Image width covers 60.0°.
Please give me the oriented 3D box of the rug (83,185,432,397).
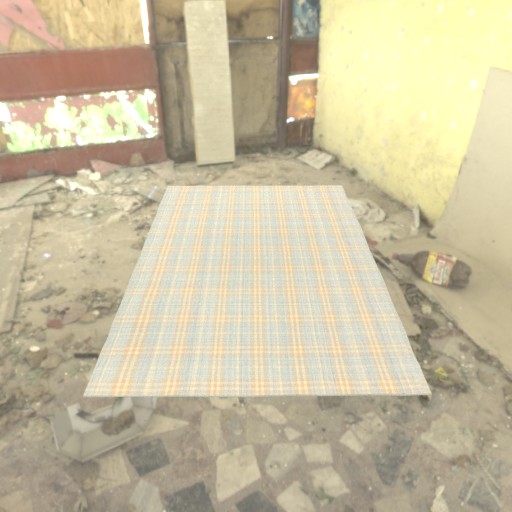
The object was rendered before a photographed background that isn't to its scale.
[{"bbox_3d":[0.000,0.000,2.321,1.231,0.012,1.835,0,32,0],"label":"rug"}]
